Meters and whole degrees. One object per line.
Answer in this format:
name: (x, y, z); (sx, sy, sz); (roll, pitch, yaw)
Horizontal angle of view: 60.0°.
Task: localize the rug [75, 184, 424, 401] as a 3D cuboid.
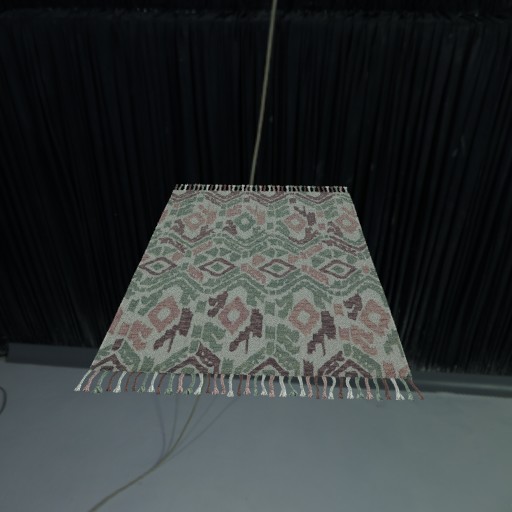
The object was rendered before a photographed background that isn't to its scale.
rug: (0.000, 0.000, 2.307); (1.219, 0.010, 1.829); (1, 32, 2)
